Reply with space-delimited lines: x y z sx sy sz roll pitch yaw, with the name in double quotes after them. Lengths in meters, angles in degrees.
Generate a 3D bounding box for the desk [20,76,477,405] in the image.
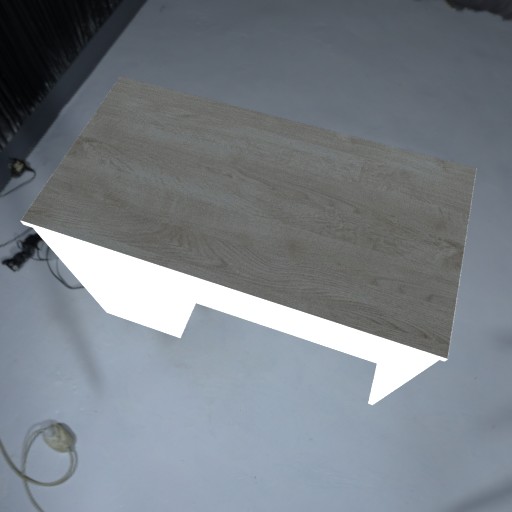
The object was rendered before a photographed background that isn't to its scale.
0.000 0.000 1.507 1.096 0.730 0.560 17 64 9 "desk"
